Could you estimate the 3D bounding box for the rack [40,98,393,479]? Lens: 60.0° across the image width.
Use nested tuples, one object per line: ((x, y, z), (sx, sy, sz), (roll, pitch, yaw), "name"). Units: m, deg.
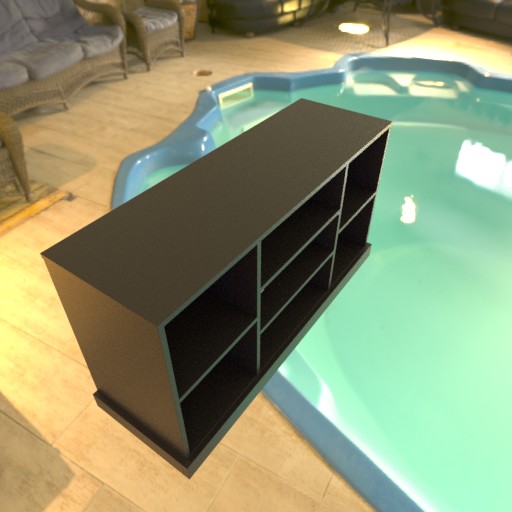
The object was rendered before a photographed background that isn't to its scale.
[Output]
((0.000, 0.000, 1.514), (0.399, 0.635, 1.206), (25, 46, 26), "rack")
